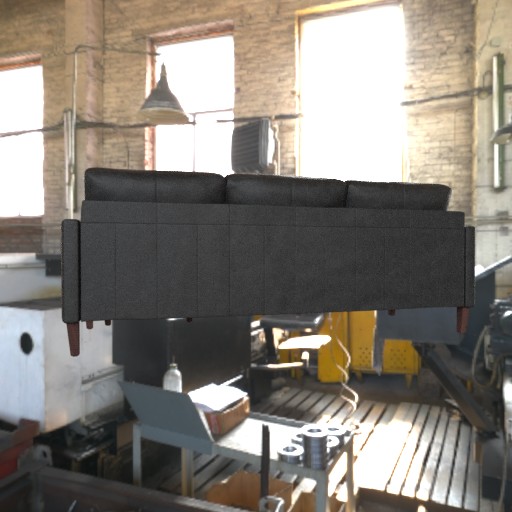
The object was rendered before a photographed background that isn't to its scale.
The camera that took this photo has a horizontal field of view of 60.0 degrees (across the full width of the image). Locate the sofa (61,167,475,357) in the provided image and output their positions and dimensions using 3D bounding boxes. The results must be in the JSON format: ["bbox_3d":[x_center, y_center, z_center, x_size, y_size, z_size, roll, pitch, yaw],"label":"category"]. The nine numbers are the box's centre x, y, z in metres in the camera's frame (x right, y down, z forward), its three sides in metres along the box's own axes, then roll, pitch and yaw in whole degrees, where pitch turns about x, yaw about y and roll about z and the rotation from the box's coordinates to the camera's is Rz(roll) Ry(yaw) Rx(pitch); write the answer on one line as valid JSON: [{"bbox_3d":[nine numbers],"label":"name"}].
[{"bbox_3d":[0.000,0.000,2.922,2.178,0.876,1.497,0,1,-16],"label":"sofa"}]
